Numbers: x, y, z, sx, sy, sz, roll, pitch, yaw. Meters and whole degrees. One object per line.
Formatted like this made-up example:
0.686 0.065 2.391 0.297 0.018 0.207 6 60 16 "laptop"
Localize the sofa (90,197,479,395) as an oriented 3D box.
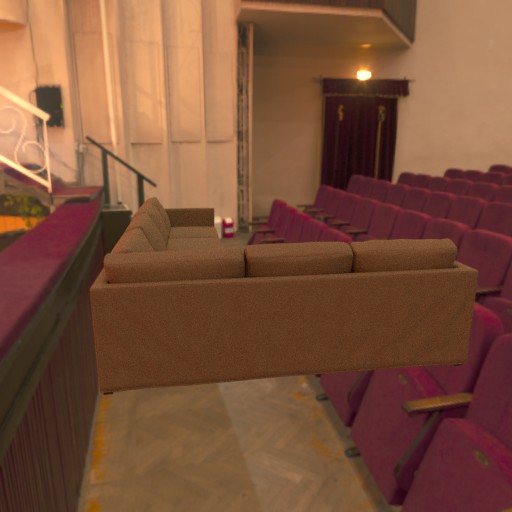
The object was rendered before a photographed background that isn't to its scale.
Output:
0.000 0.000 4.246 2.432 0.871 3.182 -2 14 -9 "sofa"
